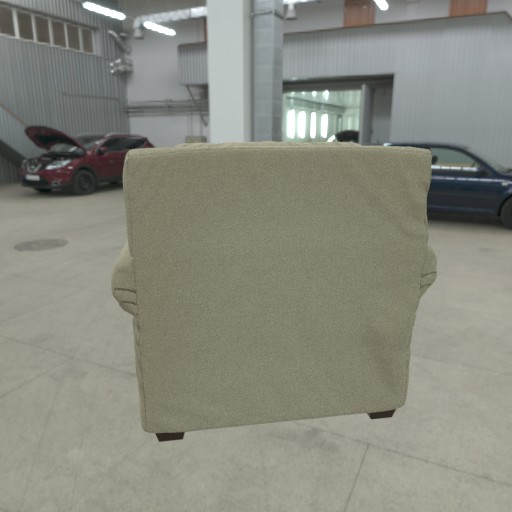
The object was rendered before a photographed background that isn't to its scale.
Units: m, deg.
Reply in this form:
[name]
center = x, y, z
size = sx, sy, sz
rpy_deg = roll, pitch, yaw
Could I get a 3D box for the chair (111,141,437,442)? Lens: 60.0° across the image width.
[chair]
center = 0.000, 0.000, 1.707
size = 0.940, 0.866, 1.066
rpy_deg = -2, 16, -9
